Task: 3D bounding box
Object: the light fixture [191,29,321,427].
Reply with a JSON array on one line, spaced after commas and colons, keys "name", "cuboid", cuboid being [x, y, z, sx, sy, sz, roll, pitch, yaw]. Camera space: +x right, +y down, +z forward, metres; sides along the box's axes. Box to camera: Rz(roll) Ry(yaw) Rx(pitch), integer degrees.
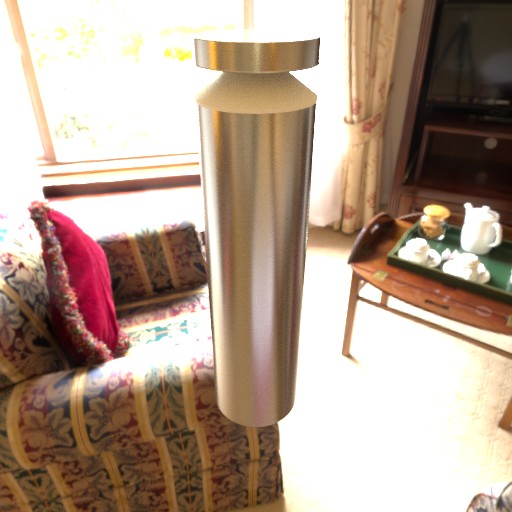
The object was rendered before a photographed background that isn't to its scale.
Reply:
[{"name": "light fixture", "cuboid": [0.000, 0.000, 0.447, 0.102, 0.400, 0.102, 22, 38, 32]}]
